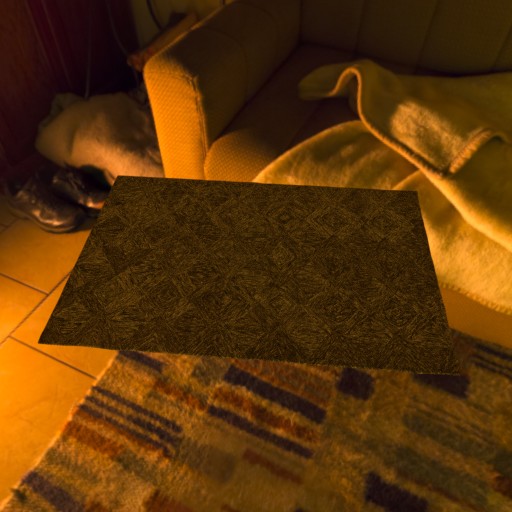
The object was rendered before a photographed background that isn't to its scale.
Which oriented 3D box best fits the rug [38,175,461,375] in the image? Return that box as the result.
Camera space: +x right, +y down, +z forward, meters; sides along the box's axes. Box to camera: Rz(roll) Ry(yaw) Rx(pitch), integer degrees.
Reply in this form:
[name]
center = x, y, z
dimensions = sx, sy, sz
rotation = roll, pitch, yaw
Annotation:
[rug]
center = 0.000, 0.000, 2.269
dimensions = 1.808, 0.011, 1.189
rotation = 4, 48, 3
